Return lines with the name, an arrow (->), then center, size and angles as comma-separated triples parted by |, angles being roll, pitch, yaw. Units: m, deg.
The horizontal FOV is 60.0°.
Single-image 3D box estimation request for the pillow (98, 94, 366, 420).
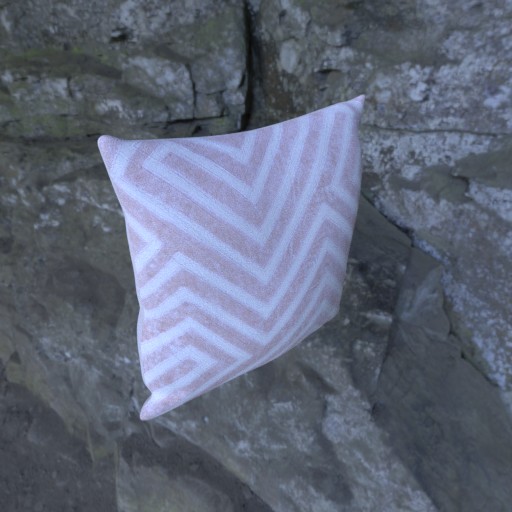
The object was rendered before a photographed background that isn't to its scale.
pillow -> 0.000, 0.000, 0.685 | 0.440, 0.441, 0.182 | -22, 37, -32
